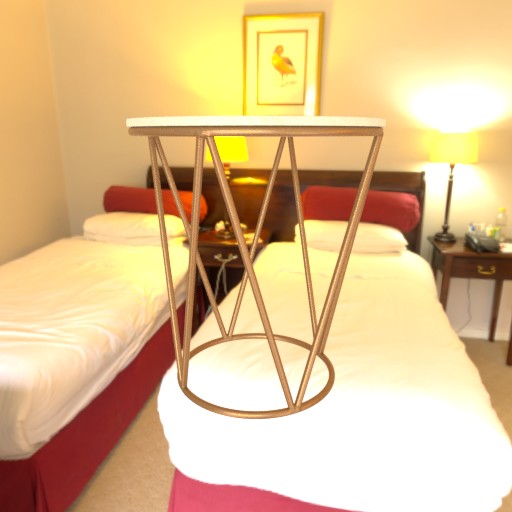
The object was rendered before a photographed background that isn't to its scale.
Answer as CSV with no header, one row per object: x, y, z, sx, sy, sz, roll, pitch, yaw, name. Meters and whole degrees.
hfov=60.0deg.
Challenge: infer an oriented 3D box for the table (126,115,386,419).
0.000,0.000,0.962,0.500,0.564,0.500,0,16,0,table
